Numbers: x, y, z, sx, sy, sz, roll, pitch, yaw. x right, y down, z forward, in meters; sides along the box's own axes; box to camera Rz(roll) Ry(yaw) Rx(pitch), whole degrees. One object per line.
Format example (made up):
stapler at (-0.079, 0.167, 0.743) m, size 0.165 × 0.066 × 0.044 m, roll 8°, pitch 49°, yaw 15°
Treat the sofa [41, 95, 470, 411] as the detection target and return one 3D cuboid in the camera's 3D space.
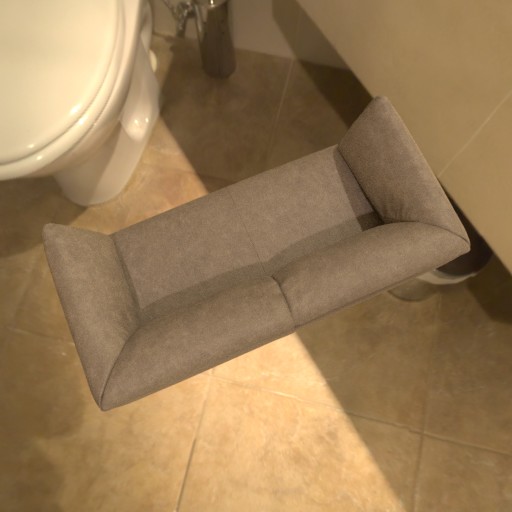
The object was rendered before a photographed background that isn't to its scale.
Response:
sofa at (0.000, 0.000, 2.385) m, size 1.878 × 0.747 × 0.905 m, roll -23°, pitch 76°, yaw -6°
